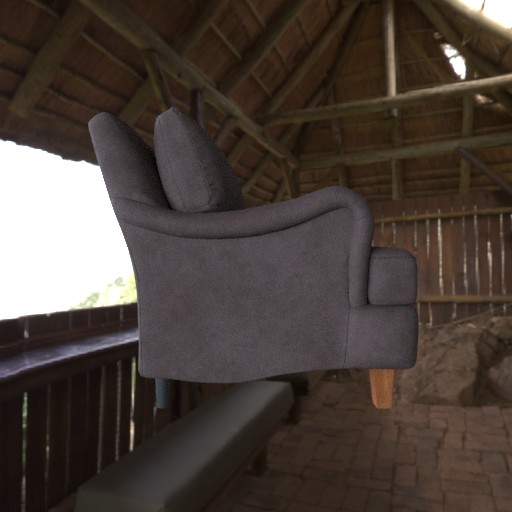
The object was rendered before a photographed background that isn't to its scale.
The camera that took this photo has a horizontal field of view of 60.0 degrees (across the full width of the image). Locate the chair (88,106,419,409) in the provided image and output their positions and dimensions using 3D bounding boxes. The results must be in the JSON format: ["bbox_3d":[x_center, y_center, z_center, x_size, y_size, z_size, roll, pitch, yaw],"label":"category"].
[{"bbox_3d":[0.000,0.000,1.829,1.070,0.997,0.955,0,0,0],"label":"chair"}]
